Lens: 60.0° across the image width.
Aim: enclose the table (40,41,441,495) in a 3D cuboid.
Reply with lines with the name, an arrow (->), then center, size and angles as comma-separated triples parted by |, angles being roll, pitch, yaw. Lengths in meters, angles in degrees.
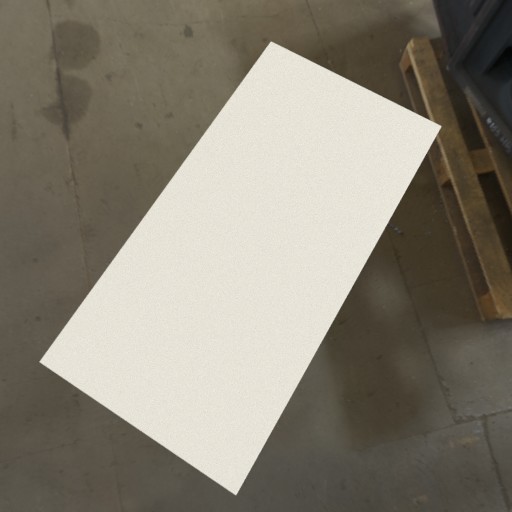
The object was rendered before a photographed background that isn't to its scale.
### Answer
table -> 0.000, 0.000, 1.470 | 0.609, 0.432, 1.194 | 30, 76, 8
